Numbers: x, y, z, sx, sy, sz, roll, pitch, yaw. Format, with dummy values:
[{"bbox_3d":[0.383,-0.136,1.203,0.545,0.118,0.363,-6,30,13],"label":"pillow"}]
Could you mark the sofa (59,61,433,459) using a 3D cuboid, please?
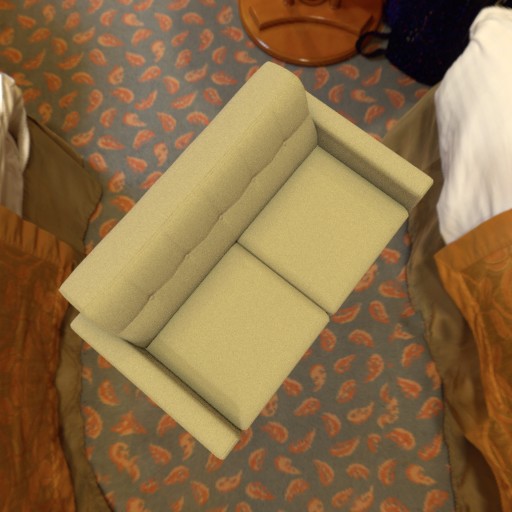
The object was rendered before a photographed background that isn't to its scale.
[{"bbox_3d":[0.000,0.000,2.256,0.980,0.892,1.655,38,79,9],"label":"sofa"}]
